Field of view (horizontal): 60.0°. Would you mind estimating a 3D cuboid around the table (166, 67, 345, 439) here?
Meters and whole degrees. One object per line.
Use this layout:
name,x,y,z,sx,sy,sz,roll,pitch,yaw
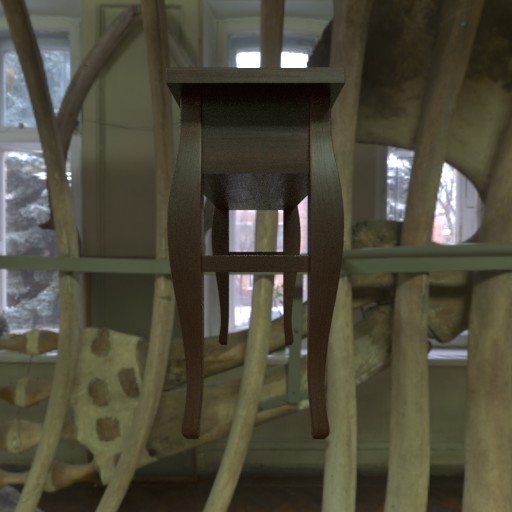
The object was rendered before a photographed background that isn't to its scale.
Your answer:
table,0.000,0.000,1.416,0.373,0.768,1.062,0,1,0
